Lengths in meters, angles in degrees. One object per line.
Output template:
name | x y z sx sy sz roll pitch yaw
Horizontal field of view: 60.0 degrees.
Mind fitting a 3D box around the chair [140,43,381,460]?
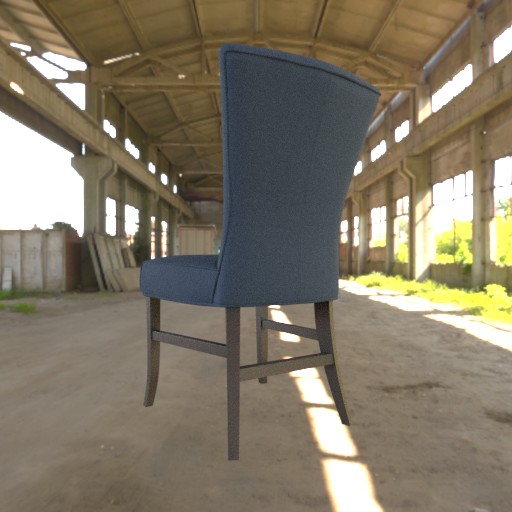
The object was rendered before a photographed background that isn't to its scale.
chair | 0.000 0.000 1.352 0.520 0.991 0.660 0 0 -34
